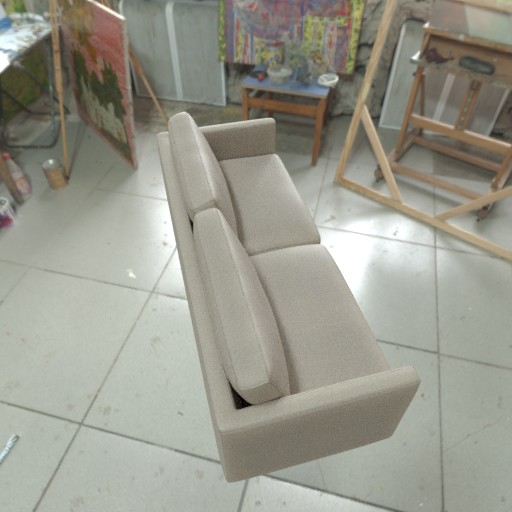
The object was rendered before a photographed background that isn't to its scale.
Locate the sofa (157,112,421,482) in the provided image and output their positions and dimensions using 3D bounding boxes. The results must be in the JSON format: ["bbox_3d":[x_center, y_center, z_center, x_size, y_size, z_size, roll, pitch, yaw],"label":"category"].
[{"bbox_3d":[0.000,0.000,2.830,0.951,0.968,2.361,-11,48,-10],"label":"sofa"}]
